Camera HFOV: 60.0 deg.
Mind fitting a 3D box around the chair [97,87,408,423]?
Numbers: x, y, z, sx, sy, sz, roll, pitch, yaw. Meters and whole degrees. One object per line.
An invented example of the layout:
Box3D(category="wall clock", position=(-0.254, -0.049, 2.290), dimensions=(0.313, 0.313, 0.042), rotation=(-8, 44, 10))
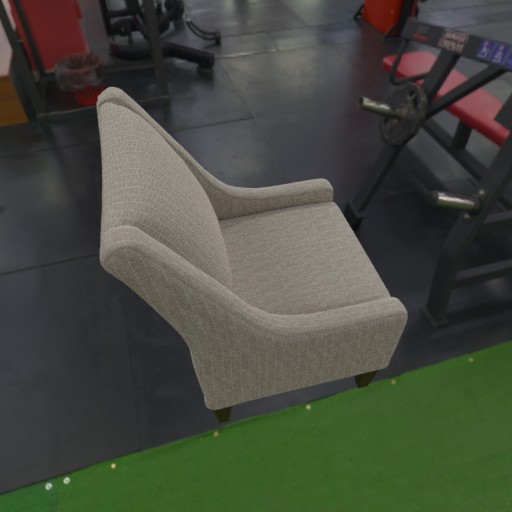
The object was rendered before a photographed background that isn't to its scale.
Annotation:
Box3D(category="chair", position=(0.000, 0.000, 1.591), dimensions=(0.870, 1.014, 0.774), rotation=(-11, 48, -10))
